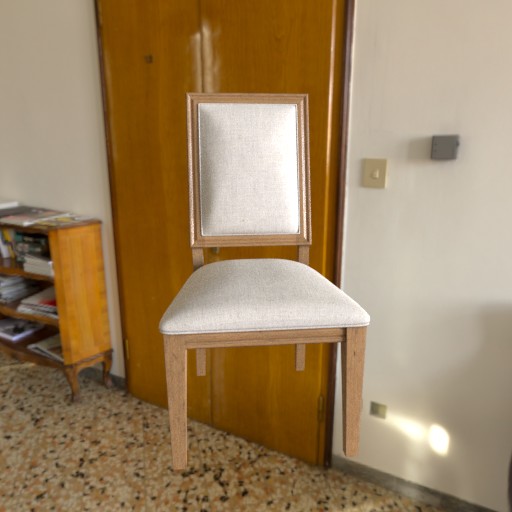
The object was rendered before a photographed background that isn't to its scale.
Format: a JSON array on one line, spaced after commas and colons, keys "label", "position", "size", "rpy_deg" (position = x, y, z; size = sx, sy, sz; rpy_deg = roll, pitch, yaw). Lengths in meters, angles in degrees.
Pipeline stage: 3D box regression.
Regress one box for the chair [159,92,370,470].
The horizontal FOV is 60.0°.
[{"label": "chair", "position": [0.000, 0.000, 1.348], "size": [0.536, 0.988, 0.601], "rpy_deg": [-1, 15, -6]}]
